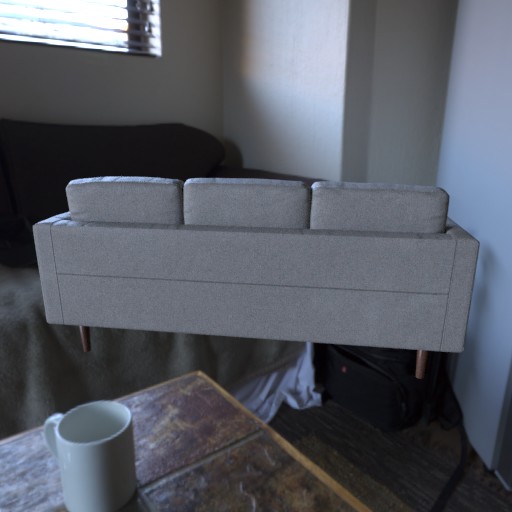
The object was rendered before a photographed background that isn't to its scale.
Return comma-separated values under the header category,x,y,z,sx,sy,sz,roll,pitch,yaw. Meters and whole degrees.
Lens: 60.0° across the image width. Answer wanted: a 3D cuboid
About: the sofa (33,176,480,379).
category,x,y,z,sx,sy,sz,roll,pitch,yaw
sofa,0.000,0.000,2.452,1.983,0.918,0.944,3,17,8
